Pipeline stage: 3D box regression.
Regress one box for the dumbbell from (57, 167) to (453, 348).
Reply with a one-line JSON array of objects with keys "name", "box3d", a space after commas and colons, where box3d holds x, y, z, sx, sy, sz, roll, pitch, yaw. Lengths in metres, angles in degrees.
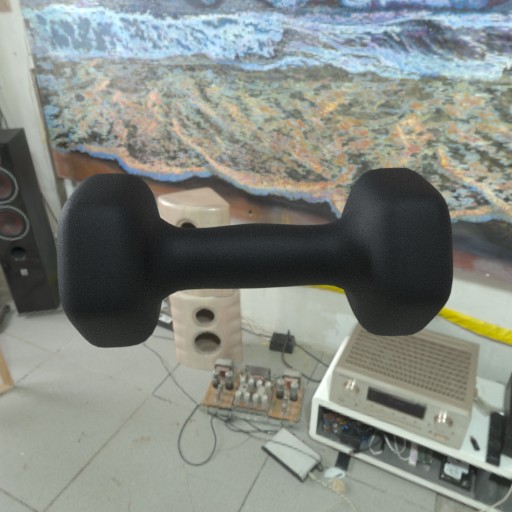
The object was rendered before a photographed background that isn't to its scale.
[{"name": "dumbbell", "box3d": [0.000, 0.000, 0.286, 0.231, 0.101, 0.112, -1, 30, -3]}]
